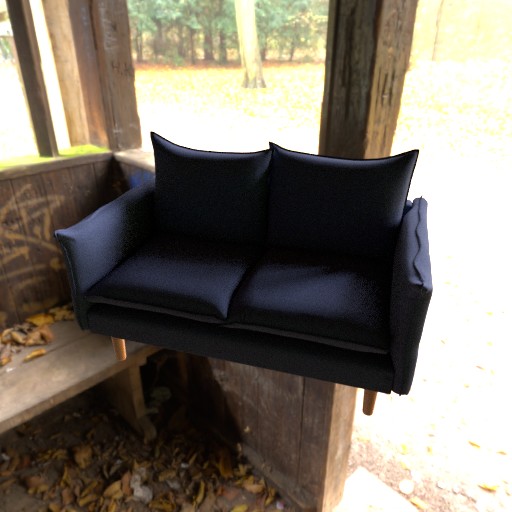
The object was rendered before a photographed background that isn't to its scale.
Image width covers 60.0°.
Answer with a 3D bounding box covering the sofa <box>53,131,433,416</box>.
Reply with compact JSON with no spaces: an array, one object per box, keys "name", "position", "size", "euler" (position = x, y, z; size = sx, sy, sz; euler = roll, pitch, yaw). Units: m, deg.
[{"name":"sofa","position":[0.000,0.000,1.804],"size":[1.300,0.840,0.820],"euler":[8,28,15]}]
